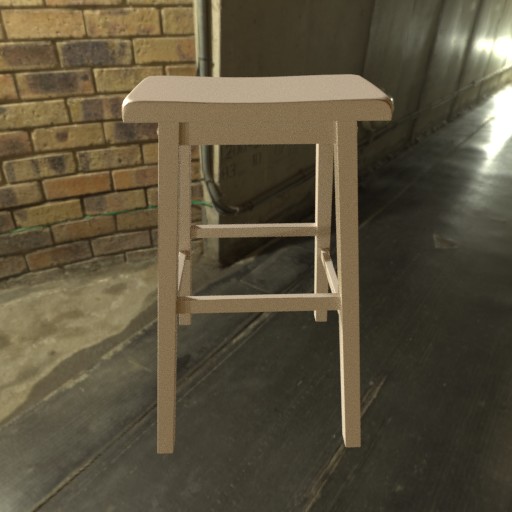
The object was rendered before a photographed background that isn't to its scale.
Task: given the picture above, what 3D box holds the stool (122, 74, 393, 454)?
[{"bbox_3d":[0.000,0.000,1.010,0.457,0.737,0.476,-1,31,-2],"label":"stool"}]
